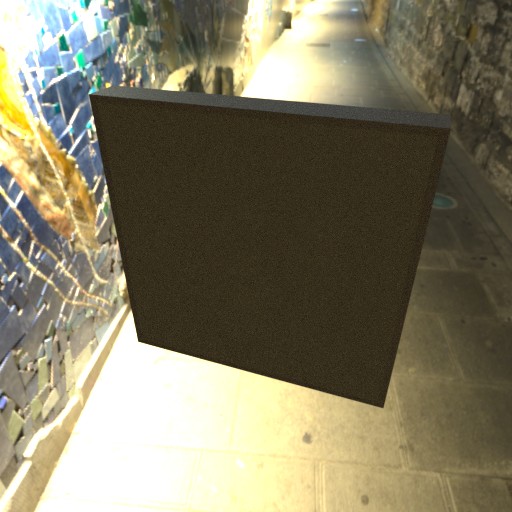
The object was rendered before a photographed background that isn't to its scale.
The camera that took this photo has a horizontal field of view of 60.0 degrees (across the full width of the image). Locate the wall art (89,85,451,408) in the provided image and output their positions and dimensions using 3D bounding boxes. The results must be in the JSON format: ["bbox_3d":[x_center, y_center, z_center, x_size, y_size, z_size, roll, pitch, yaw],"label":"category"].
[{"bbox_3d":[0.000,0.000,0.452,0.304,0.303,0.038,11,35,16],"label":"wall art"}]
